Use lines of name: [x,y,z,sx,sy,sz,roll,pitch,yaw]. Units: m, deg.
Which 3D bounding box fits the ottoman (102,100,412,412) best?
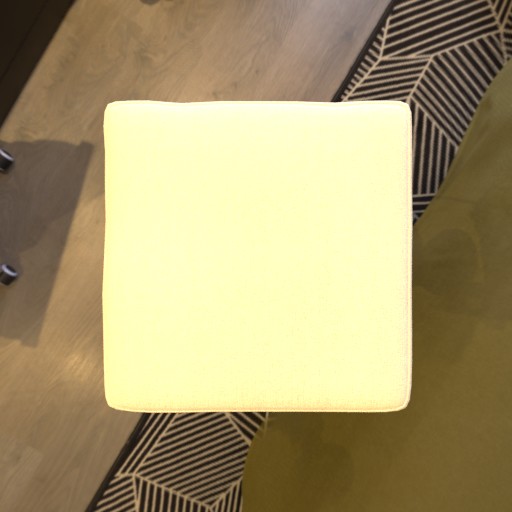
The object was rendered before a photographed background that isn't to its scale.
ottoman: [0.000,0.000,1.355,0.838,0.478,0.838,0,90,0]
